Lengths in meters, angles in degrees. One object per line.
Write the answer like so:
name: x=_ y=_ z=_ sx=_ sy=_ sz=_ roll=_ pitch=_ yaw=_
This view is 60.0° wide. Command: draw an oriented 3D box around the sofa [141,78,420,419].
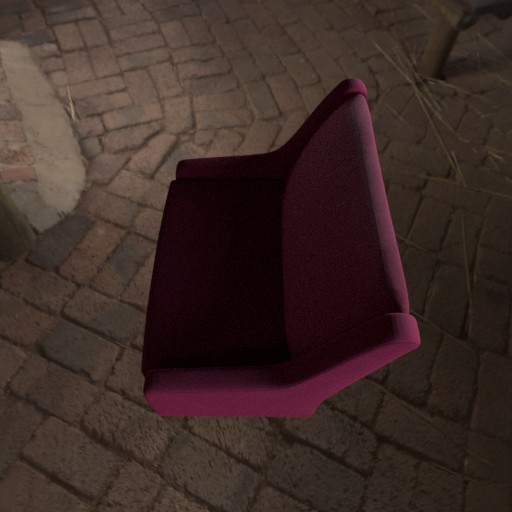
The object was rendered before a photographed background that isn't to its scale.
sofa: x=0.000 y=0.000 z=1.974 sx=0.946 sy=0.976 sz=1.242 roll=0 pitch=56 yaw=0
